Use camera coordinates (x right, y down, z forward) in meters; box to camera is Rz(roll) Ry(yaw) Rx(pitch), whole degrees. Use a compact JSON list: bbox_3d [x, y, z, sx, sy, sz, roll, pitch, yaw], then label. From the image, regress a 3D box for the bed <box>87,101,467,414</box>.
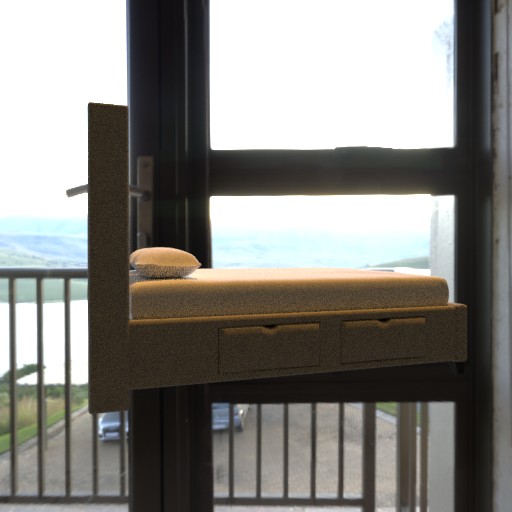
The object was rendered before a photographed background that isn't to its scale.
[{"bbox_3d":[0.000,0.000,3.260,2.222,1.491,1.774,0,1,-17],"label":"bed"}]
